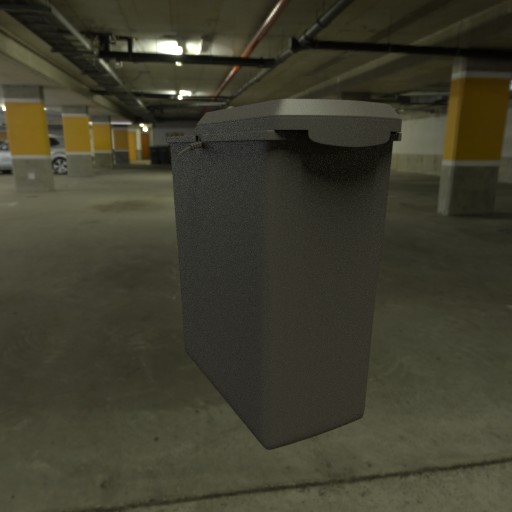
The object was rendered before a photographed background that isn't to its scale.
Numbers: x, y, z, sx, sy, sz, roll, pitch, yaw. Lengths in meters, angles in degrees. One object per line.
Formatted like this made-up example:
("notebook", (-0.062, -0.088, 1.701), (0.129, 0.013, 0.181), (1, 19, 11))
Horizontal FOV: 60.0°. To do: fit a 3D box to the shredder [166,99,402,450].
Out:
("shredder", (0.000, 0.000, 0.526), (0.170, 0.335, 0.320), (-7, 15, -27))
